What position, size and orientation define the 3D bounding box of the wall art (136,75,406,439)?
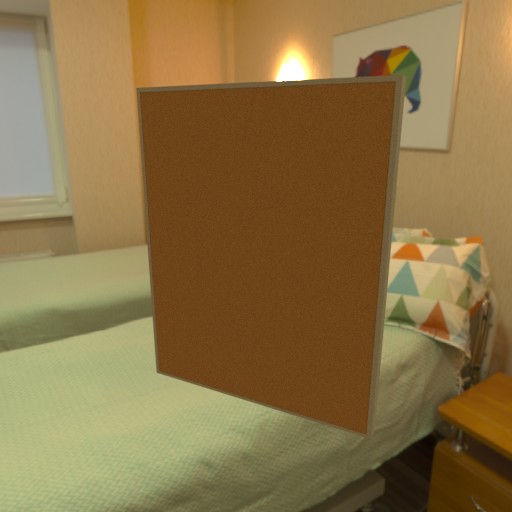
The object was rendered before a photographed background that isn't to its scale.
[{"bbox_3d":[0.000,0.000,1.048,0.611,0.763,0.055,8,18,26],"label":"wall art"}]
